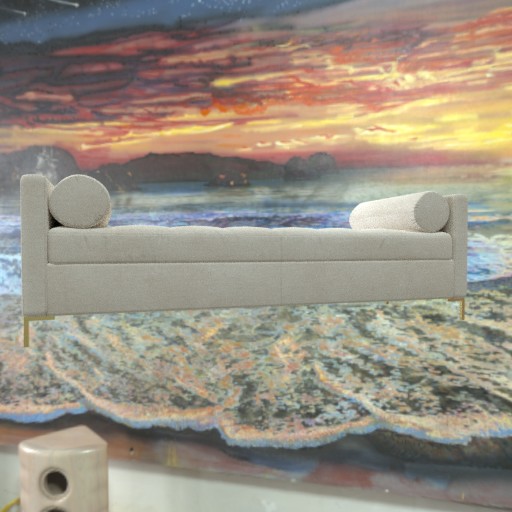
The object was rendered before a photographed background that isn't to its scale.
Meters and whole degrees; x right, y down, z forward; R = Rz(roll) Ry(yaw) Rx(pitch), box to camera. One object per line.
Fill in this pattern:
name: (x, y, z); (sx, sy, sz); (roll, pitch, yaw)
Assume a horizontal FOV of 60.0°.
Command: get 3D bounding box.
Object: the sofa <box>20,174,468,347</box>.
sofa: (0.000, 0.000, 2.202); (1.981, 0.635, 0.686); (0, 1, -18)
